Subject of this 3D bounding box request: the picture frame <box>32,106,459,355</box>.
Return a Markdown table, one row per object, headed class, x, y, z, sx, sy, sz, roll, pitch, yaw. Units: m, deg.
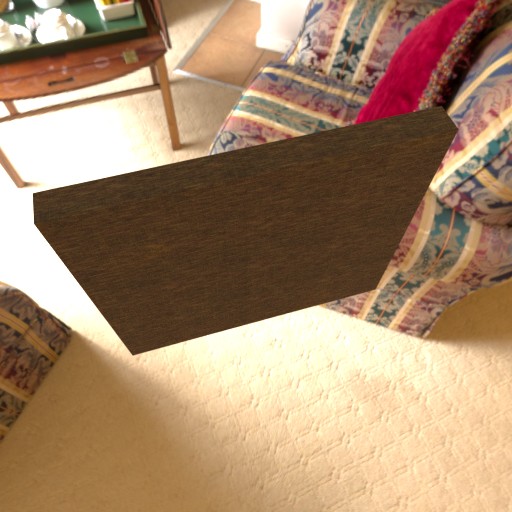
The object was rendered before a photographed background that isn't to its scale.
| class | x | y | z | sx | sy | sz | roll | pitch | yaw |
| --- | --- | --- | --- | --- | --- | --- | --- | --- | --- |
| picture frame | 0.000 | 0.000 | 0.530 | 0.378 | 0.330 | 0.033 | -14 | 60 | -8 |
